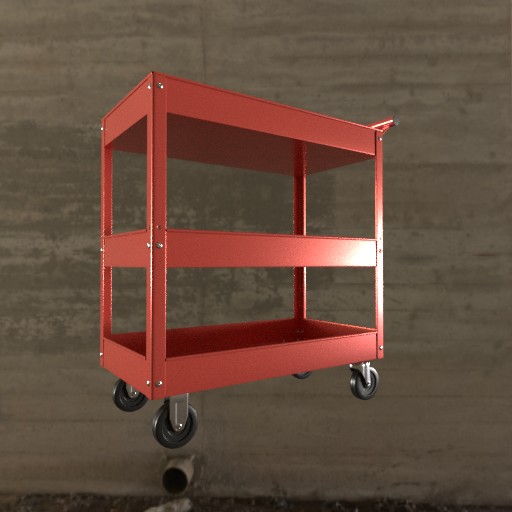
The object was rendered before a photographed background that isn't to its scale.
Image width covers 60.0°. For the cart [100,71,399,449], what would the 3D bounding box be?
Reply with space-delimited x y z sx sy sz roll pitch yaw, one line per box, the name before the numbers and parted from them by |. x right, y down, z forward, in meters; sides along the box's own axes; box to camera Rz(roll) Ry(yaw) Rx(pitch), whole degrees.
cart | 0.000 0.000 1.177 0.719 0.780 0.366 1 -1 -34
